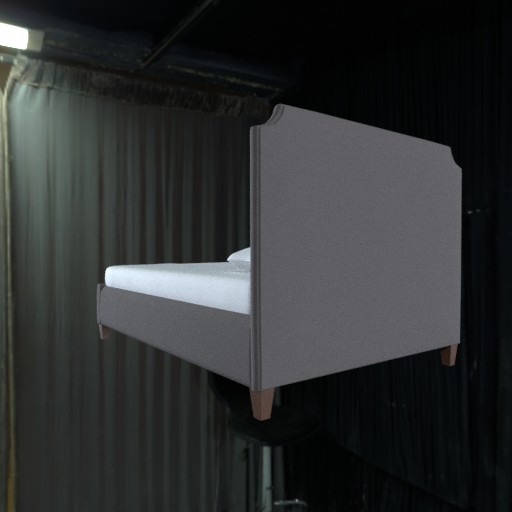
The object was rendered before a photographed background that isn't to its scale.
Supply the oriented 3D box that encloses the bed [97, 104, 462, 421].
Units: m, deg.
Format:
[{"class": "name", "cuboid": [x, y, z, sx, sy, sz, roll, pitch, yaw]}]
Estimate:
[{"class": "bed", "cuboid": [0.000, 0.000, 3.374, 1.713, 1.443, 2.372, -1, 1, -37]}]
